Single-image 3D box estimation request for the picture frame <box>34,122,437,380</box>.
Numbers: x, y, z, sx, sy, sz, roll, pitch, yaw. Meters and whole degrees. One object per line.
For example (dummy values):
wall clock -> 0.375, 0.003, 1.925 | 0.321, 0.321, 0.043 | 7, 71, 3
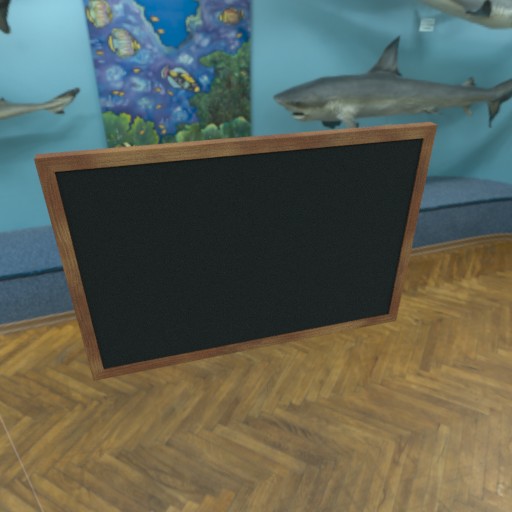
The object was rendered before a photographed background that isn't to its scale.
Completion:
picture frame -> 0.000, 0.000, 1.193 | 0.950, 0.640, 0.029 | -8, 32, -14
